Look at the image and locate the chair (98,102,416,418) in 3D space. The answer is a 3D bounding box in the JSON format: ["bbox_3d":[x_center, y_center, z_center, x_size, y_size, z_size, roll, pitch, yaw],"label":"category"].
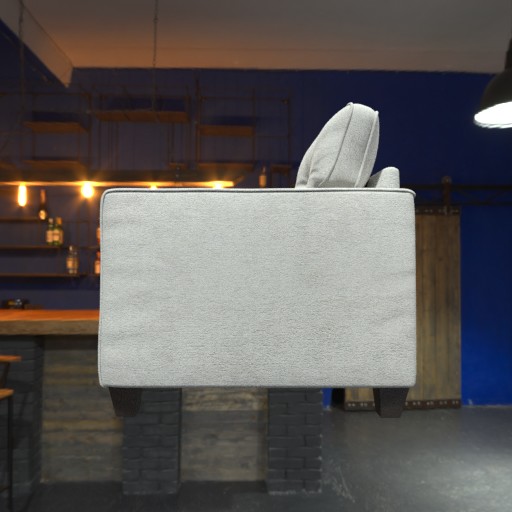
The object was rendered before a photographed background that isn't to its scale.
[{"bbox_3d":[0.000,0.000,1.761,0.939,0.965,1.015,0,-1,0],"label":"chair"}]
